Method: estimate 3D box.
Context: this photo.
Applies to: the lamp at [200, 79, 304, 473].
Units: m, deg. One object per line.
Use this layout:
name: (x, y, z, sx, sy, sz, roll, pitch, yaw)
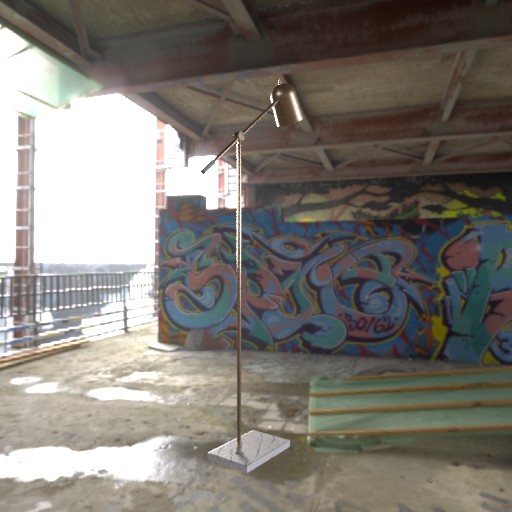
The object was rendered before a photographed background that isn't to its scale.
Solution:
lamp: (0.000, 0.000, 1.837, 0.194, 1.594, 0.653, -1, -1, 37)
